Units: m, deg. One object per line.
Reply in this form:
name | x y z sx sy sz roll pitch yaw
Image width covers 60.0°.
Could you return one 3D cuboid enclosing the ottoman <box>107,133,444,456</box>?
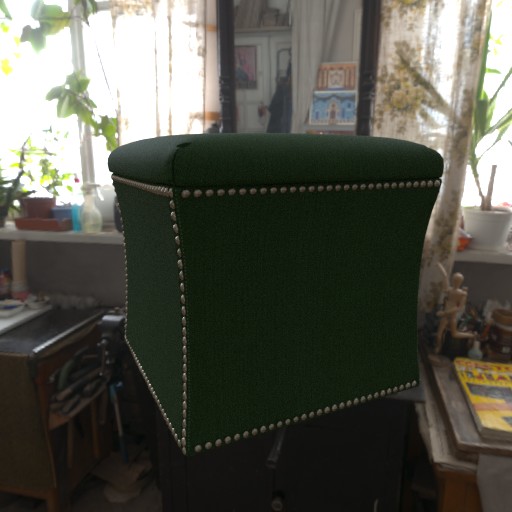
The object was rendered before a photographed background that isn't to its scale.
ottoman | 0.000 0.000 0.898 0.497 0.475 0.507 -6 14 -26
